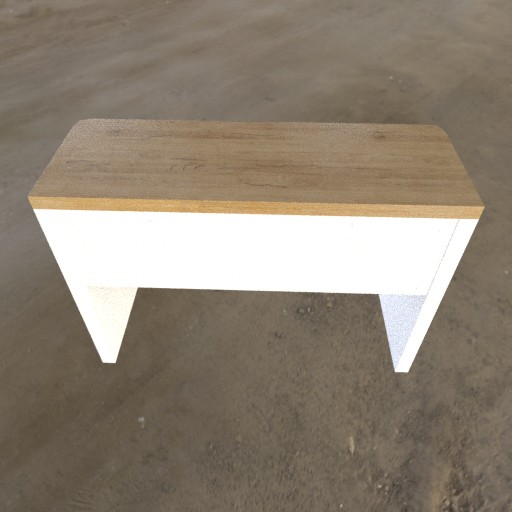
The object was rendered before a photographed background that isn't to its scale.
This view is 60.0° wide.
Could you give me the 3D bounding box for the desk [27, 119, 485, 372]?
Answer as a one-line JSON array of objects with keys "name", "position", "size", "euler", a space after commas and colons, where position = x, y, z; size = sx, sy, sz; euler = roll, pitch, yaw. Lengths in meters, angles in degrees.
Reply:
[{"name": "desk", "position": [0.000, 0.000, 1.472], "size": [1.100, 0.760, 0.390], "euler": [1, 45, 1]}]
